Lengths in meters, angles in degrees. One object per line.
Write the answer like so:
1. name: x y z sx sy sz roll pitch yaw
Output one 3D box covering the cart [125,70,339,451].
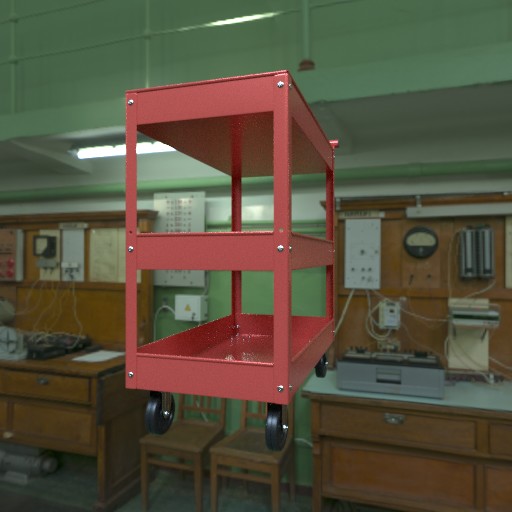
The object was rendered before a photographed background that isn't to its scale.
1. cart: 0.000 0.000 1.213 0.366 0.780 0.719 0 0 17
